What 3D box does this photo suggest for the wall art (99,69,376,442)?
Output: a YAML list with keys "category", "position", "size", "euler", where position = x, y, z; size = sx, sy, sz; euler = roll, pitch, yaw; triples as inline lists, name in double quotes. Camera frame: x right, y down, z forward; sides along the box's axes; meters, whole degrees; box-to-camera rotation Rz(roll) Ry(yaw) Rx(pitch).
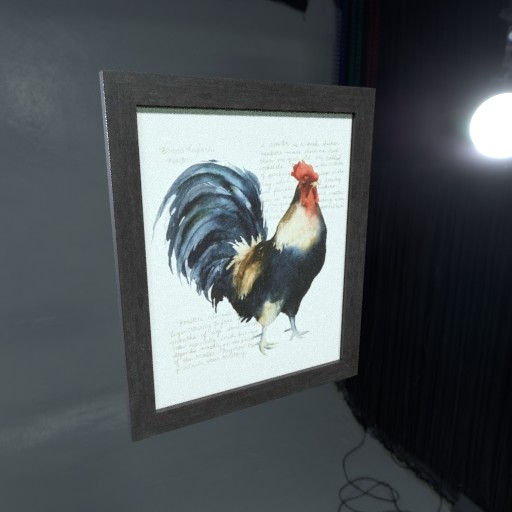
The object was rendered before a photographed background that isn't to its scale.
- category: "wall art"
  position: [0.000, 0.000, 0.786]
  size: [0.479, 0.580, 0.027]
  euler: [-8, 16, -27]
